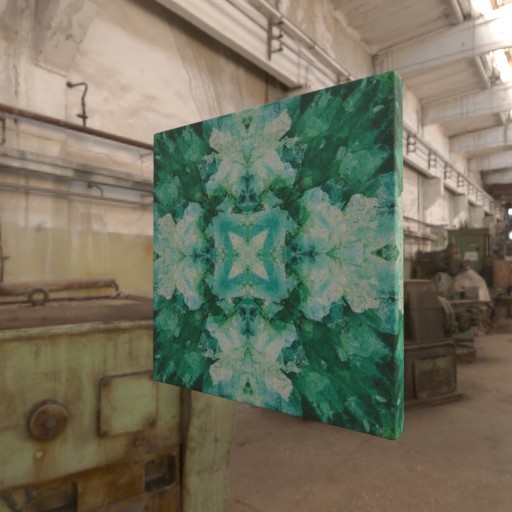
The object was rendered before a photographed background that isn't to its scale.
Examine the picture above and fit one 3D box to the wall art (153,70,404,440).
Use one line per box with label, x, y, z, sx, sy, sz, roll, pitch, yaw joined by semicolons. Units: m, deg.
wall art;0.000;0.000;0.773;0.507;0.508;0.038;0;-1;37
